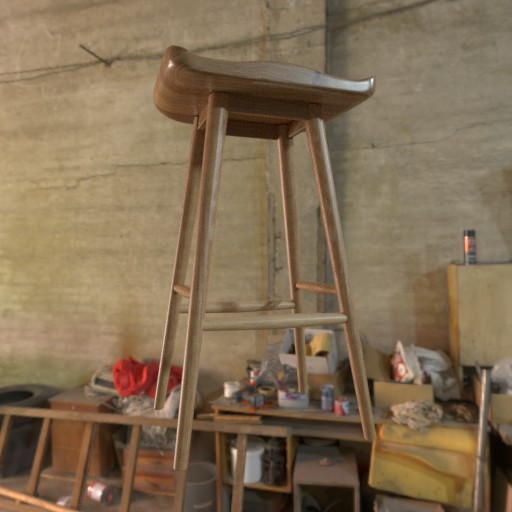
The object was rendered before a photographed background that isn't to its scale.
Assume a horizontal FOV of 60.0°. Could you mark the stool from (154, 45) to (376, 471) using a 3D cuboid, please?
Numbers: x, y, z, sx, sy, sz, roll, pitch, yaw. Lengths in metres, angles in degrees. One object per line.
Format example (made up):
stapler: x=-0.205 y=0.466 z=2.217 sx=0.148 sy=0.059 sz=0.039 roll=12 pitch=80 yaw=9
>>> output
stool: x=0.000 y=0.000 z=0.930 sx=0.407 sy=0.698 sz=0.322 roll=0 pitch=0 yaw=-19
